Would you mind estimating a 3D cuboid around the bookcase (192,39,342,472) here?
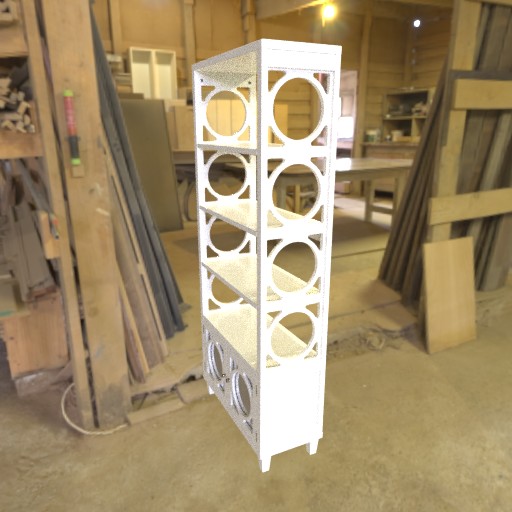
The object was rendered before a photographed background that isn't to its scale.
[{"bbox_3d":[0.000,0.000,2.159,0.361,1.869,0.761,-8,18,-25],"label":"bookcase"}]
